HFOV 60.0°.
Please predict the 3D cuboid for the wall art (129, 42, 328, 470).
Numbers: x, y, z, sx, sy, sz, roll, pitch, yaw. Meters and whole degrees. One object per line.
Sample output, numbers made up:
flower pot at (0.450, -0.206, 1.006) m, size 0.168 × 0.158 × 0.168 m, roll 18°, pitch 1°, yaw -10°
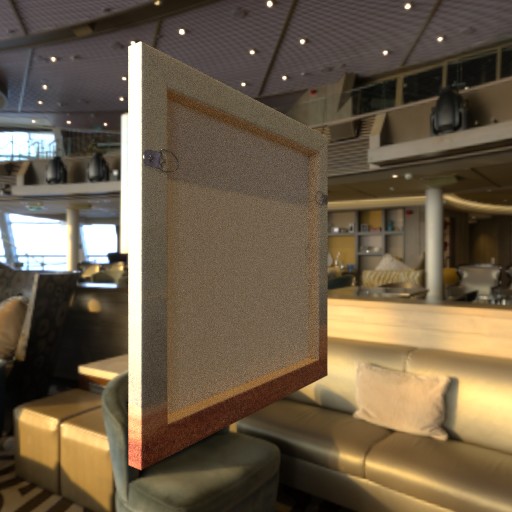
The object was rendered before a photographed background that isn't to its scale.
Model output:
wall art at (0.000, 0.000, 0.881) m, size 0.034 × 0.605 × 0.605 m, roll 0°, pitch 0°, yaw 35°
